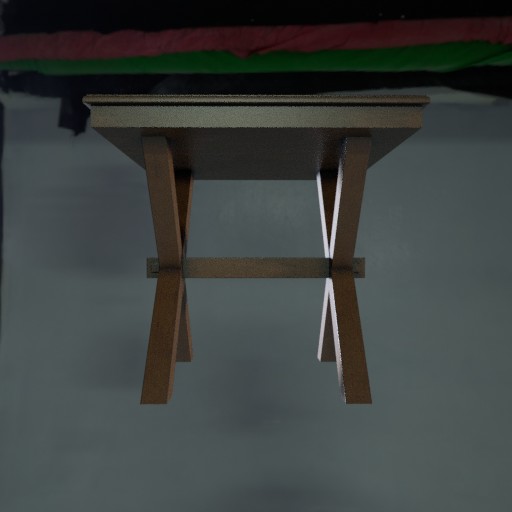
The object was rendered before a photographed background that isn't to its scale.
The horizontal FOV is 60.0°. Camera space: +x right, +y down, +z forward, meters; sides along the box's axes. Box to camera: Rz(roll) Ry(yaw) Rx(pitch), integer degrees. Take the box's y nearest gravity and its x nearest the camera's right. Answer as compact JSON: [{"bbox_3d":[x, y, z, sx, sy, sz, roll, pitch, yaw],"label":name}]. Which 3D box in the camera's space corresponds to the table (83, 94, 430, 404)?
[{"bbox_3d":[0.000,0.000,1.048,0.602,0.562,0.560,0,0,0],"label":"table"}]
